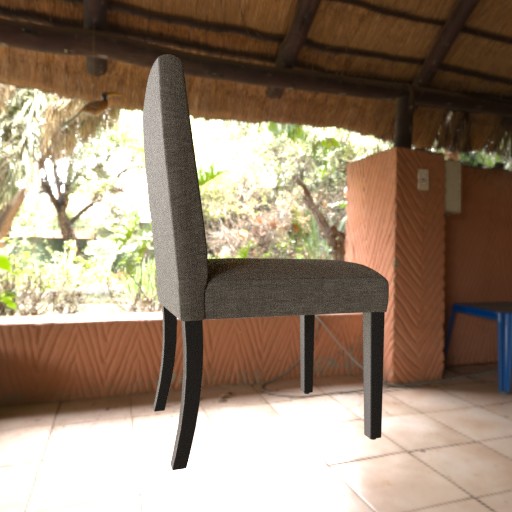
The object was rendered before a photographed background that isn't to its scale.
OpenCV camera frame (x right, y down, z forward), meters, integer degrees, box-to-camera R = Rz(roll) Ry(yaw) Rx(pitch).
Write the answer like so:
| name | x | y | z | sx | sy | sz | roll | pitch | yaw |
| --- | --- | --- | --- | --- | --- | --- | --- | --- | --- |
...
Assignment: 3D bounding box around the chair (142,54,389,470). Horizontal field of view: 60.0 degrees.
| name | x | y | z | sx | sy | sz | roll | pitch | yaw |
| --- | --- | --- | --- | --- | --- | --- | --- | --- | --- |
| chair | 0.000 | 0.000 | 1.222 | 0.580 | 0.917 | 0.451 | 0 | 0 | -19 |
